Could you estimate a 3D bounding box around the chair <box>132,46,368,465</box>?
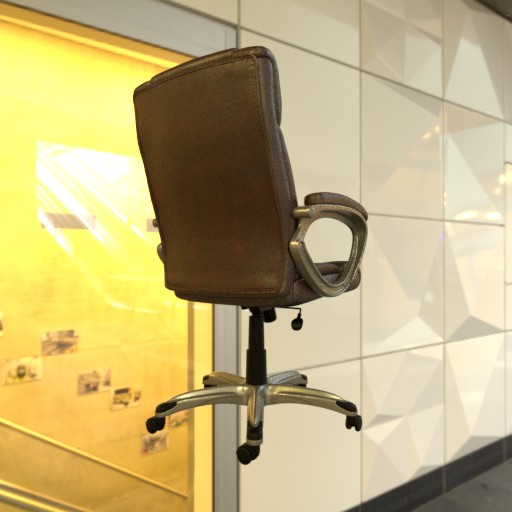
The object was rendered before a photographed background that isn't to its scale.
[{"bbox_3d":[0.000,0.000,1.519,0.656,1.128,0.692,0,-1,35],"label":"chair"}]
